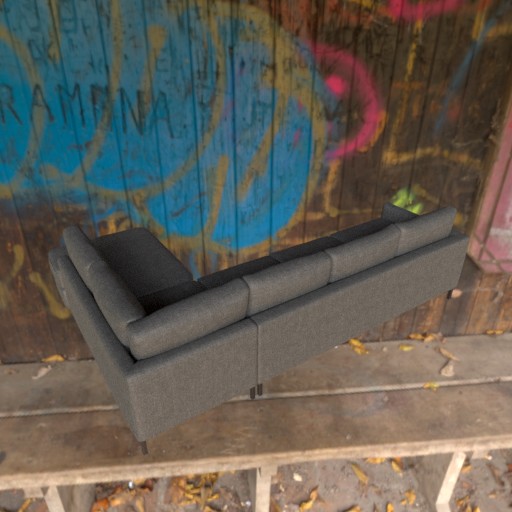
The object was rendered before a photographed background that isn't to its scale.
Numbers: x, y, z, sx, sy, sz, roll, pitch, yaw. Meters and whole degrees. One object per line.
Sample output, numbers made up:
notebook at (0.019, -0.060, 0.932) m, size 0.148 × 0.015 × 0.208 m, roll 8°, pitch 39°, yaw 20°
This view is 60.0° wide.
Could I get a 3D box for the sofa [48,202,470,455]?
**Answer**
sofa at (0.000, 0.000, 3.754) m, size 2.972 × 0.858 × 1.984 m, roll -18°, pitch 35°, yaw -29°
